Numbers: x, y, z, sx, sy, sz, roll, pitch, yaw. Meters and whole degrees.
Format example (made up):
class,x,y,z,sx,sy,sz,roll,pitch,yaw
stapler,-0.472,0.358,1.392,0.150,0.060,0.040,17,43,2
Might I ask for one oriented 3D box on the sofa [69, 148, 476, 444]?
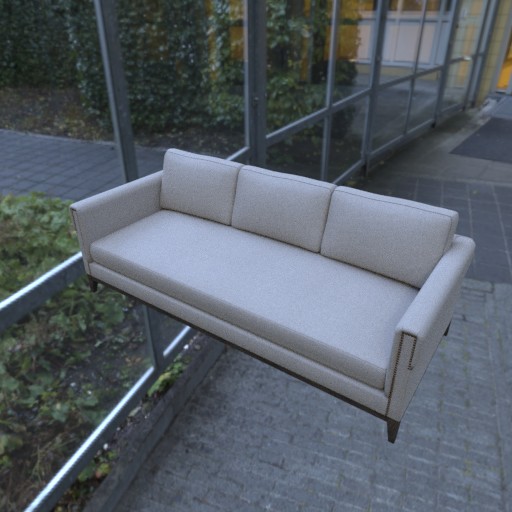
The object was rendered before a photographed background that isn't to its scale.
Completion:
class,x,y,z,sx,sy,sz,roll,pitch,yaw
sofa,0.000,0.000,2.674,2.210,0.838,0.959,19,35,30
